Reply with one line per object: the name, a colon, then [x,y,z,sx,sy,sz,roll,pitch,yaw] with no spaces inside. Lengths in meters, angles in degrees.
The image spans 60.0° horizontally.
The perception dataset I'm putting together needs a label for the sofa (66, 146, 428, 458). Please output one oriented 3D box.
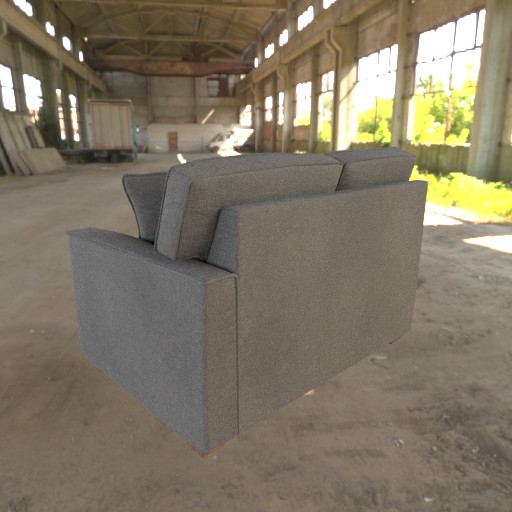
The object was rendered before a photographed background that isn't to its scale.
sofa: [0.000,0.000,2.084,1.388,0.989,0.991,-14,21,-42]
